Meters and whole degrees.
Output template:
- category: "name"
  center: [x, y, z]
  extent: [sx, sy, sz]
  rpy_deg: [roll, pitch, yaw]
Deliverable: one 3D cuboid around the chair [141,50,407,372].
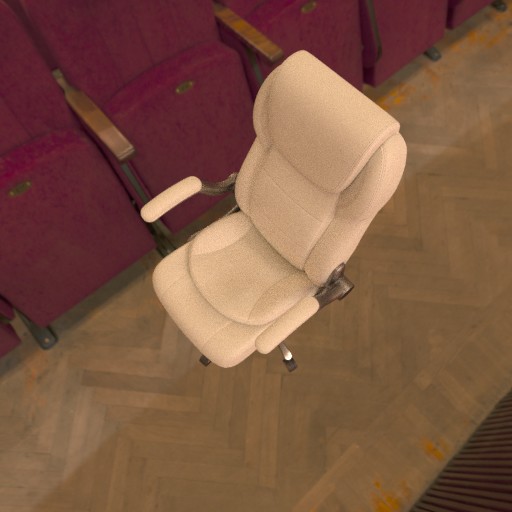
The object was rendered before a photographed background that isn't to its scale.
- category: "chair"
  center: [0.000, 0.000, 1.786]
  extent: [0.806, 1.330, 0.755]
  rpy_deg: [-38, 70, -16]
